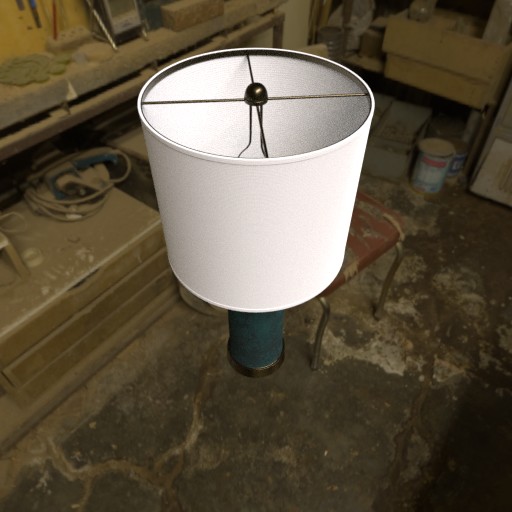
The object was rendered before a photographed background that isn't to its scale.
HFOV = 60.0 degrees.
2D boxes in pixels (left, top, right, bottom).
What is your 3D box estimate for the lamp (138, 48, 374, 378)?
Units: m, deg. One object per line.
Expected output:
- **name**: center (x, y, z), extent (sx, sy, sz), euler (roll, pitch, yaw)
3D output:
- **lamp**: center (0.000, 0.000, 0.788), extent (0.301, 0.630, 0.301), euler (31, 54, 27)
